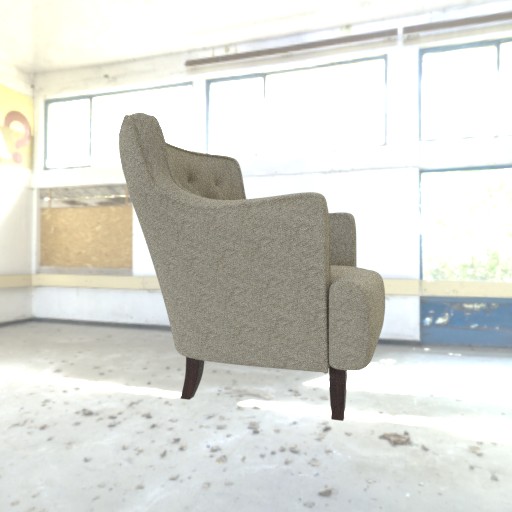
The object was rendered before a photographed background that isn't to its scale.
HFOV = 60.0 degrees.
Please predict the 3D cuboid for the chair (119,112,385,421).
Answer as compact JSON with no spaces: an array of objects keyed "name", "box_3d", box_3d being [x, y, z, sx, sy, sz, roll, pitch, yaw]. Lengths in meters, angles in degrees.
[{"name":"chair","box_3d":[0.000,0.000,1.695,0.910,0.920,0.820,0,1,19]}]
